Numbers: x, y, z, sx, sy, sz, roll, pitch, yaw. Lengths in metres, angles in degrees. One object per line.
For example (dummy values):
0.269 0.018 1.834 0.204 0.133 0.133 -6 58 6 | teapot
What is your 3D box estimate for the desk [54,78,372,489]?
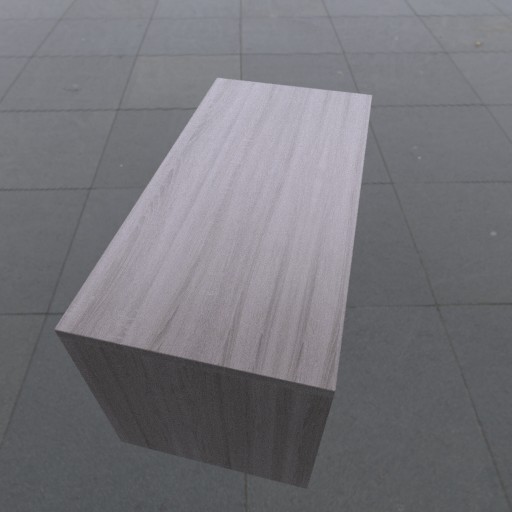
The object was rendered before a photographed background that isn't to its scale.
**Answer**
0.000 0.000 1.762 0.690 0.745 1.380 10 48 9 | desk
